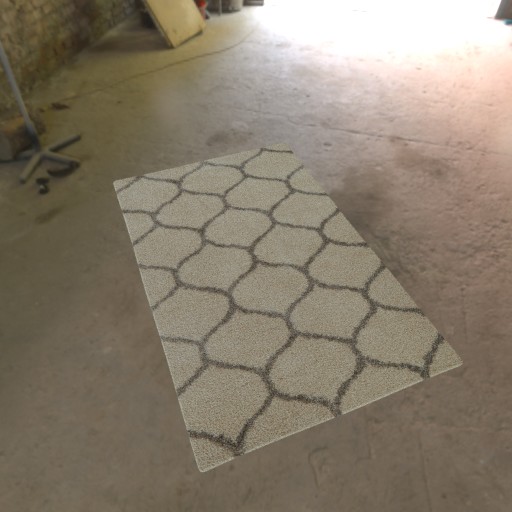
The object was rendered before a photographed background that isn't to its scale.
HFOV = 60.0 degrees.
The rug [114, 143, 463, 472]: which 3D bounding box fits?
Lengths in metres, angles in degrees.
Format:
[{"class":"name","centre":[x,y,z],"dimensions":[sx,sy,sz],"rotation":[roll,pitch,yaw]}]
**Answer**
[{"class":"rug","centre":[0.000,0.000,2.967],"dimensions":[1.501,0.024,2.348],"rotation":[-16,49,-15]}]
